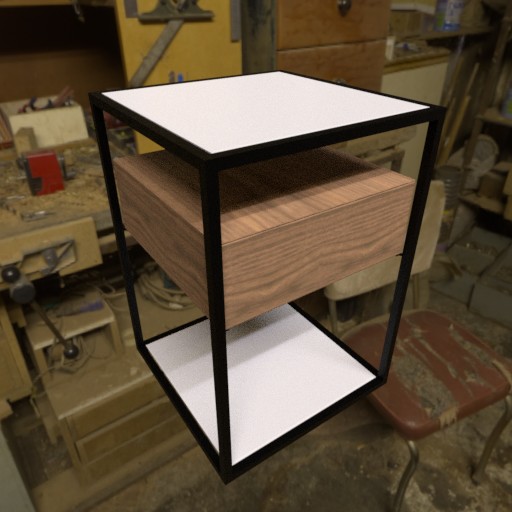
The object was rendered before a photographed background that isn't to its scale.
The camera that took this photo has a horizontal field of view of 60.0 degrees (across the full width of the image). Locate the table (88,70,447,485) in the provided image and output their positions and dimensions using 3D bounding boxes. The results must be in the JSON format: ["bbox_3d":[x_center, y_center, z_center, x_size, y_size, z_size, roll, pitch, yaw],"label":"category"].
[{"bbox_3d":[0.000,0.000,0.792,0.378,0.540,0.378,-20,37,-29],"label":"table"}]
